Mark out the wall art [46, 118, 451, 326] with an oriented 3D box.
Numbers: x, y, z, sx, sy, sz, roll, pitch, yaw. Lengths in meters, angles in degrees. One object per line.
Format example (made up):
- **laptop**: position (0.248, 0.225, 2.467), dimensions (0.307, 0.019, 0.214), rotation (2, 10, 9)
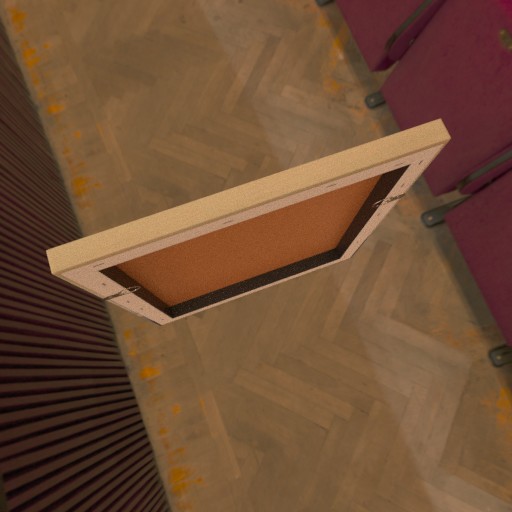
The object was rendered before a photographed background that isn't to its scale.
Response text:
- **wall art**: position (0.000, 0.000, 0.978), dimensions (0.608, 0.710, 0.041), rotation (-19, 76, -5)
